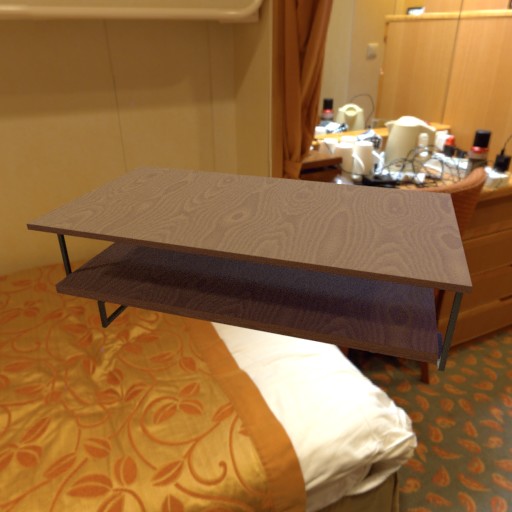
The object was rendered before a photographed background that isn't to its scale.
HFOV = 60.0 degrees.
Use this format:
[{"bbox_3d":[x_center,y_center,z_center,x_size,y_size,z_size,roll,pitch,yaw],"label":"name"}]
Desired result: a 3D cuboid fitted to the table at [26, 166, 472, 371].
[{"bbox_3d":[0.000,0.000,1.484,1.197,0.347,0.651,8,28,15],"label":"table"}]
